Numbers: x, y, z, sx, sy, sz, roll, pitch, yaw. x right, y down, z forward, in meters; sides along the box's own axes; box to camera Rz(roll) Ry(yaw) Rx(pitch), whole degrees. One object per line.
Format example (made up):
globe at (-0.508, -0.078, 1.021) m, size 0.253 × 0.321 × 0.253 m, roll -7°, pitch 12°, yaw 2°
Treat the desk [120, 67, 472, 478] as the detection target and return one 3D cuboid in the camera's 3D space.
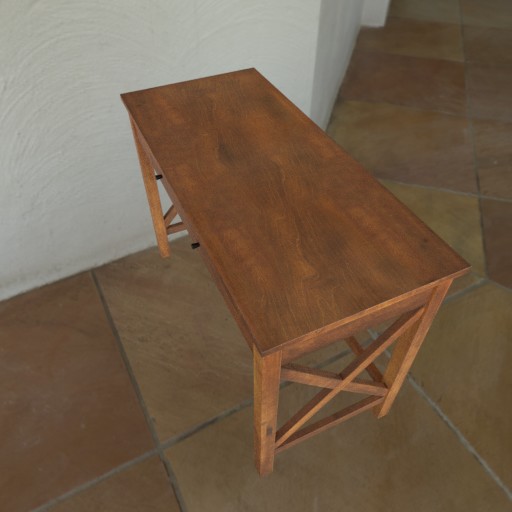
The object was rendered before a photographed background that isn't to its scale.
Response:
desk at (0.000, 0.000, 1.507) m, size 0.508 × 0.762 × 1.117 m, roll -19°, pitch 49°, yaw -17°
